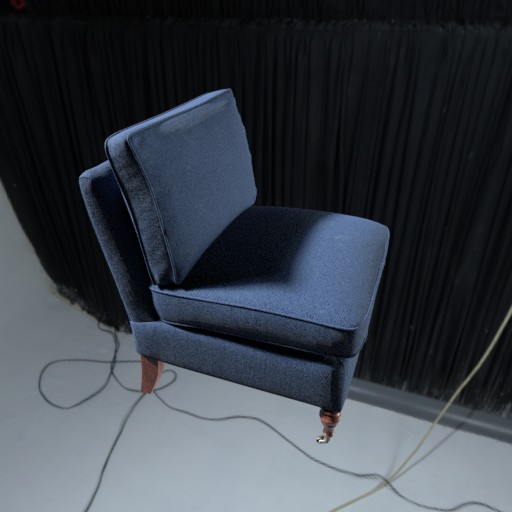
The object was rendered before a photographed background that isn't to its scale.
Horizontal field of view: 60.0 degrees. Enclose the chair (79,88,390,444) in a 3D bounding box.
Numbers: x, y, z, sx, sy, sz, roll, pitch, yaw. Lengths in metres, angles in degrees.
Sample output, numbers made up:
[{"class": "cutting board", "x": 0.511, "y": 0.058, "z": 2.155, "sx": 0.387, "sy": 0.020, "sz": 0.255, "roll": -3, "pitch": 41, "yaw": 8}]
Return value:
[{"class": "chair", "x": 0.000, "y": 0.000, "z": 1.662, "sx": 0.912, "sy": 1.052, "sz": 0.724, "roll": 11, "pitch": 33, "yaw": 18}]
